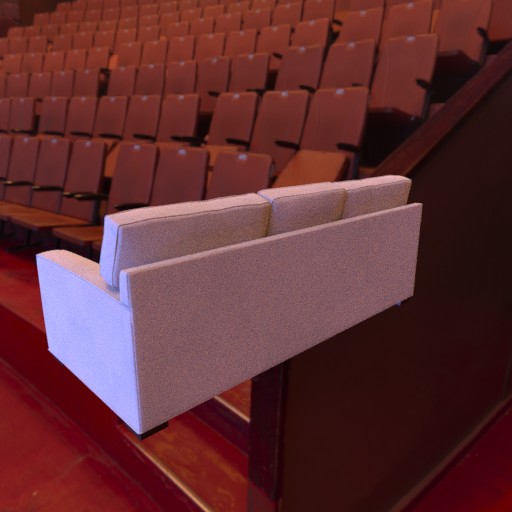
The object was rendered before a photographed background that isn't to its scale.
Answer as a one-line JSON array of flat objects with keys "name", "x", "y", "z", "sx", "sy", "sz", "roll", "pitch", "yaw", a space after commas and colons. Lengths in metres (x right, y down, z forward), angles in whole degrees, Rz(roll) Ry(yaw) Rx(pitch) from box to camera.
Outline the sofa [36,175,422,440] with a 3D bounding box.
[{"name": "sofa", "x": 0.000, "y": 0.000, "z": 2.546, "sx": 2.088, "sy": 0.862, "sz": 0.935, "roll": -15, "pitch": 22, "yaw": -42}]
